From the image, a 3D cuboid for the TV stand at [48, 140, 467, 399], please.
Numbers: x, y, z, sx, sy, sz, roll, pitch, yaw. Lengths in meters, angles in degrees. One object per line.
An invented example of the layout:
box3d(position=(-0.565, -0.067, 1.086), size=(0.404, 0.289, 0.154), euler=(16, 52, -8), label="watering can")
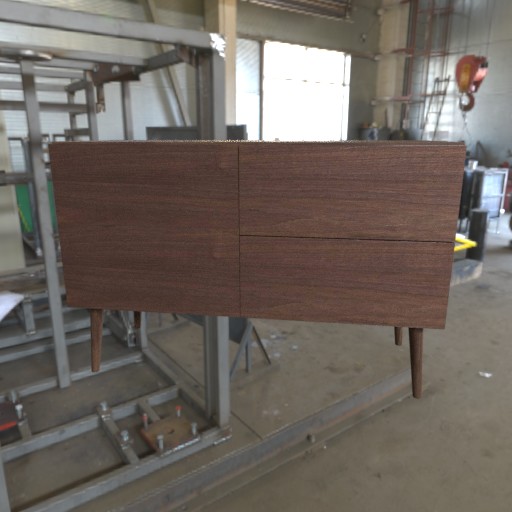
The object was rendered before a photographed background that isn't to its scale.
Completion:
box3d(position=(0.000, 0.000, 1.314), size=(0.990, 0.660, 0.405), euler=(2, 15, 8), label="TV stand")
